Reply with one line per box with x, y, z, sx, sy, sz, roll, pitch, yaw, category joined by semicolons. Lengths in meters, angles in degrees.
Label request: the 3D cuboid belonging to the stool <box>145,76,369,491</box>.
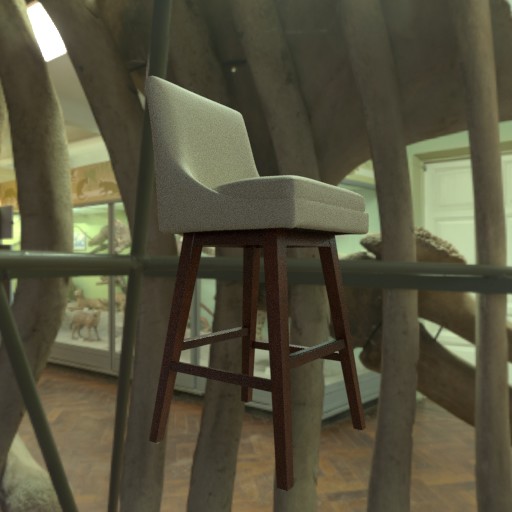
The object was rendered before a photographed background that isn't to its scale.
0.000;0.000;1.364;0.559;1.097;0.470;0;0;36;stool
